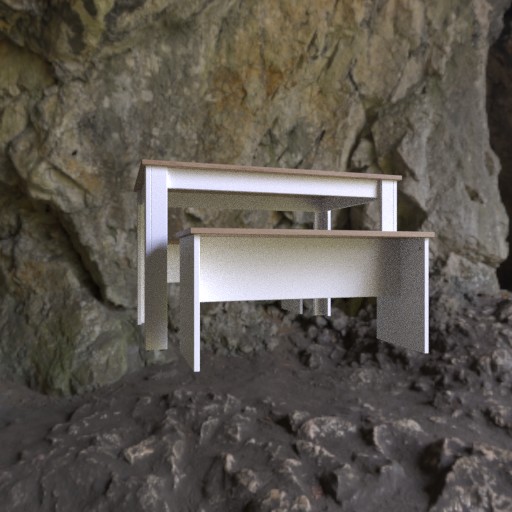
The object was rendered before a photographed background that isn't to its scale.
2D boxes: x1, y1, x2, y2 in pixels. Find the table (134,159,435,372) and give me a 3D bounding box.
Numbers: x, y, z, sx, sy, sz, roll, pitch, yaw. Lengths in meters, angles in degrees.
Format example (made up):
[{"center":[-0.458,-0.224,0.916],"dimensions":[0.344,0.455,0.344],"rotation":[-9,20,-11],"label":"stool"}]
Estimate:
[{"center":[0.000,0.000,2.119],"dimensions":[1.100,0.700,1.443],"rotation":[0,0,-18],"label":"table"}]
